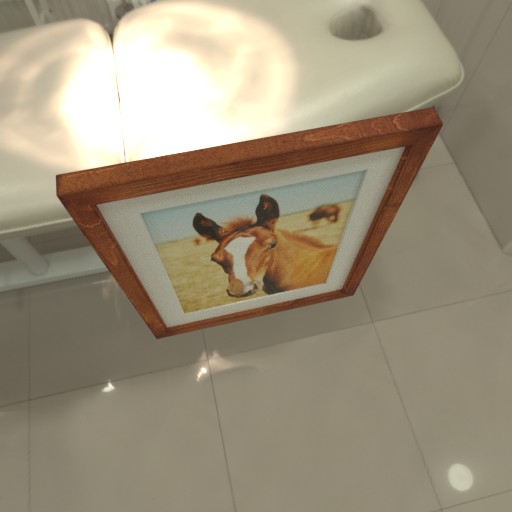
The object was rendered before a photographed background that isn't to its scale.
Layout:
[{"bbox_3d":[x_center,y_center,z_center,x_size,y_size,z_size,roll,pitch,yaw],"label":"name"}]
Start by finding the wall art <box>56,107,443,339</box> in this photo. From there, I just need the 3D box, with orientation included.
[{"bbox_3d":[0.000,0.000,0.770,0.462,0.558,0.030,-12,64,-6],"label":"wall art"}]
